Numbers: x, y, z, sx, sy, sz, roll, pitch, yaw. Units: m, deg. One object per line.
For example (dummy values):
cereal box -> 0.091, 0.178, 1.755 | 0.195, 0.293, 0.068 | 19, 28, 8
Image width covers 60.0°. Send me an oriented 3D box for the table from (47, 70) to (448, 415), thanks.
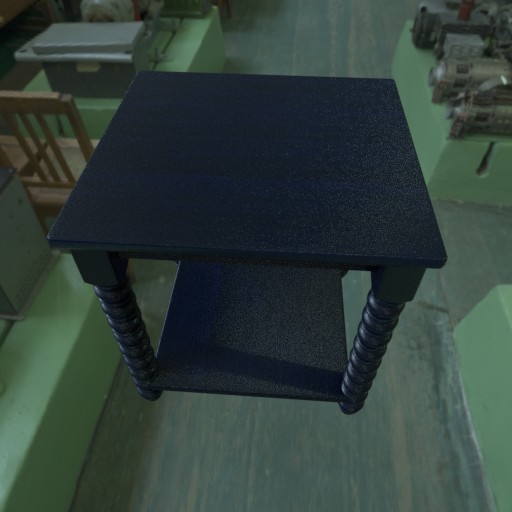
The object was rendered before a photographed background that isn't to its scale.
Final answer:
table -> 0.000, 0.000, 0.954 | 0.533, 0.567, 0.500 | 3, 47, 3
